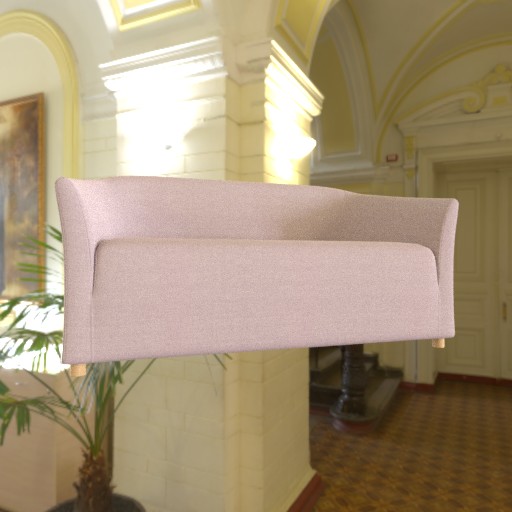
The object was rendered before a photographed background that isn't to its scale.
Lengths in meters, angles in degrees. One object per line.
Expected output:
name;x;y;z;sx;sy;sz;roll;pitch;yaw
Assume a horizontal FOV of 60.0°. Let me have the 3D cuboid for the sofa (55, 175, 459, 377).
sofa;0.000;0.000;1.822;1.452;0.721;0.705;0;-1;-19
